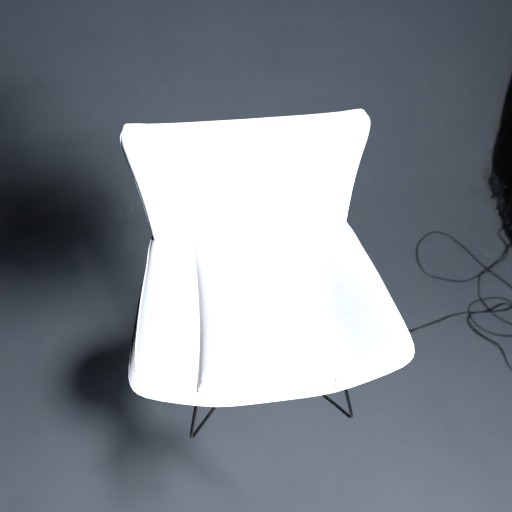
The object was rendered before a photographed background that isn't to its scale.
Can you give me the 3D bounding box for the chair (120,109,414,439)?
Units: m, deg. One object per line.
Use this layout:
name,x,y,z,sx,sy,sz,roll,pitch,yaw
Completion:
chair,0.000,0.000,1.629,0.859,0.855,1.008,-5,46,-5
